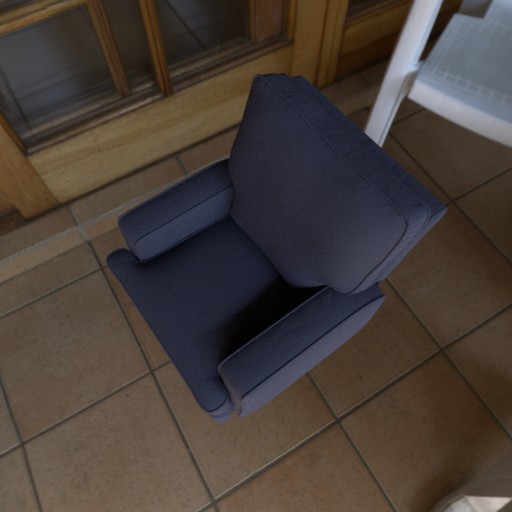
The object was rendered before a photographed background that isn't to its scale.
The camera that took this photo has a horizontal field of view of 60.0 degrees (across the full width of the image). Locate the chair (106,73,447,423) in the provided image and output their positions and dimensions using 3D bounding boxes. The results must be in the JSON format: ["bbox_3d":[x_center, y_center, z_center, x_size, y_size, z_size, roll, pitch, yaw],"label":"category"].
[{"bbox_3d":[0.000,0.000,1.714,0.964,0.962,0.861,-34,68,-15],"label":"chair"}]
